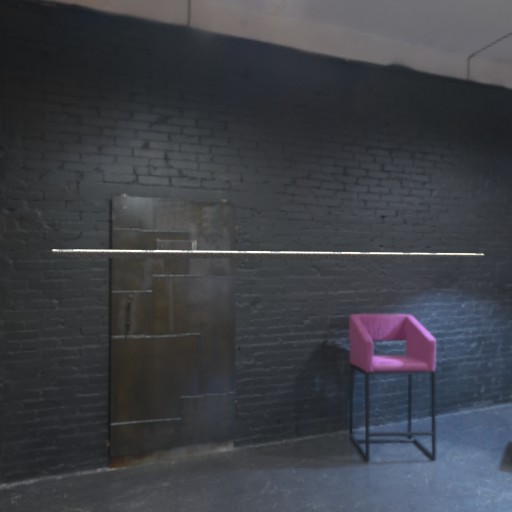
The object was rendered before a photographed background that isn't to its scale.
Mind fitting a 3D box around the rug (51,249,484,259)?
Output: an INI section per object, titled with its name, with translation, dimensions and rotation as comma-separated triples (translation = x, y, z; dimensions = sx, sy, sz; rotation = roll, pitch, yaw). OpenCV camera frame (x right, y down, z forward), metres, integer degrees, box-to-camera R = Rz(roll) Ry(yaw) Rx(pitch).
[rug]
translation = 0.000, 0.000, 2.970
dimensions = 2.365, 0.017, 1.521
rotation = 0, -1, -19
